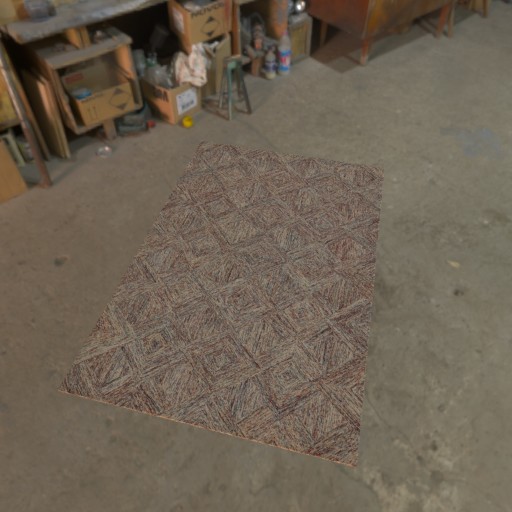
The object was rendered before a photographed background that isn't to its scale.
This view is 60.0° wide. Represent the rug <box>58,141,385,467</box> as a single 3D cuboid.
[{"bbox_3d":[0.000,0.000,2.885,1.523,0.019,2.285,11,49,9],"label":"rug"}]
